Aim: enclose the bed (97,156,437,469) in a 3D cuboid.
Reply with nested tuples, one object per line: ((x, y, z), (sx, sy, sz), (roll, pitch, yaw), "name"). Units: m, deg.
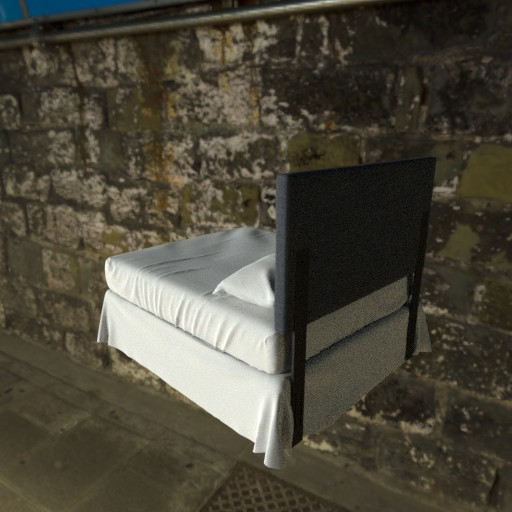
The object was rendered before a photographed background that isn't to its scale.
((0.000, 0.000, 3.533), (1.936, 1.577, 2.222), (-16, 23, -42), "bed")
